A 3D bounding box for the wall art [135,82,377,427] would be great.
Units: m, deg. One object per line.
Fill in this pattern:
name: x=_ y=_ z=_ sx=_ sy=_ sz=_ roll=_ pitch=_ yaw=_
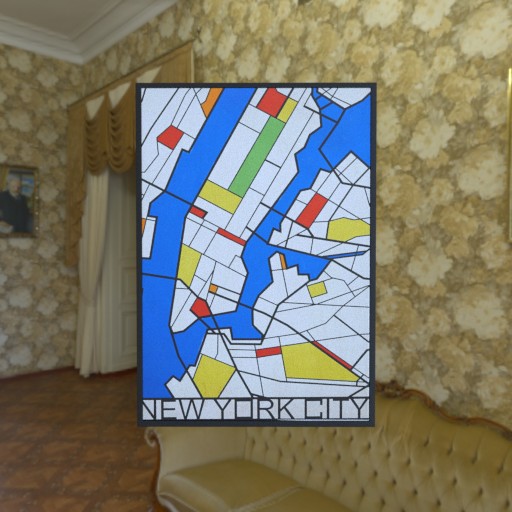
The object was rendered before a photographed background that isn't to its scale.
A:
wall art: x=0.000 y=0.000 z=0.856 sx=0.460 sy=0.660 sz=0.013 roll=0 pitch=1 yaw=0
